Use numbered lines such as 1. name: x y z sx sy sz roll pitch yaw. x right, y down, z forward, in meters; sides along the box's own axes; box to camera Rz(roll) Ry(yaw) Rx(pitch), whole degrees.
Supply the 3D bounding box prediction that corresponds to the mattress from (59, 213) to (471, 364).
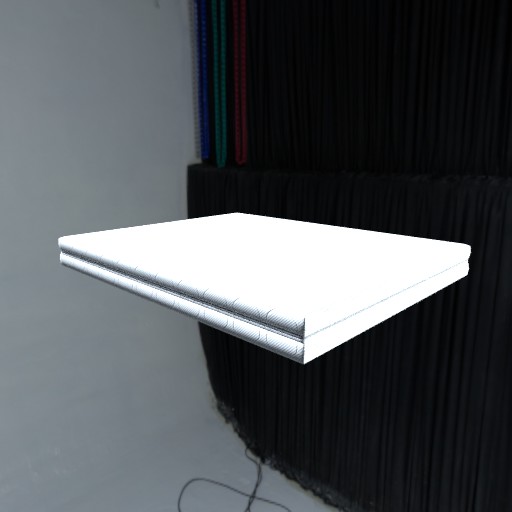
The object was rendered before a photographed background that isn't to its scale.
1. mattress: 0.000 0.000 2.753 2.000 0.200 1.600 13 18 42
